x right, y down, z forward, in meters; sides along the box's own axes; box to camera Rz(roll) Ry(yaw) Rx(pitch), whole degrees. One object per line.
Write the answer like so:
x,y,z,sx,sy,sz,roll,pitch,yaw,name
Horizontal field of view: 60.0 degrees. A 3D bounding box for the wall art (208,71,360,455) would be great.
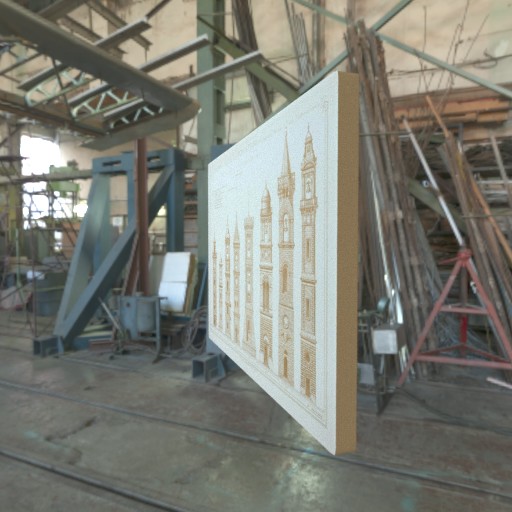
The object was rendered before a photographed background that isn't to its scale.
0.000,0.000,0.472,0.019,0.254,0.380,-1,2,-19,wall art
